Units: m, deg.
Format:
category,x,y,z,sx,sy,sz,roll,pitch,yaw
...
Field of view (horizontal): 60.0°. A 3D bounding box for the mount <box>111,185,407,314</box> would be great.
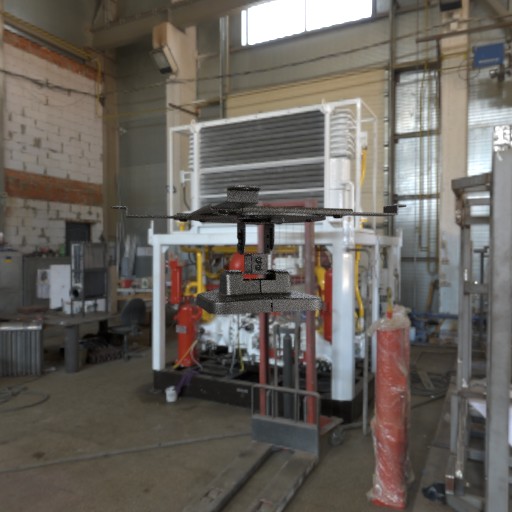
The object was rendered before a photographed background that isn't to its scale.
category,x,y,z,sx,sy,sz,roll,pitch,yaw
mount,0.000,0.000,0.631,0.394,0.141,0.394,0,1,-18
